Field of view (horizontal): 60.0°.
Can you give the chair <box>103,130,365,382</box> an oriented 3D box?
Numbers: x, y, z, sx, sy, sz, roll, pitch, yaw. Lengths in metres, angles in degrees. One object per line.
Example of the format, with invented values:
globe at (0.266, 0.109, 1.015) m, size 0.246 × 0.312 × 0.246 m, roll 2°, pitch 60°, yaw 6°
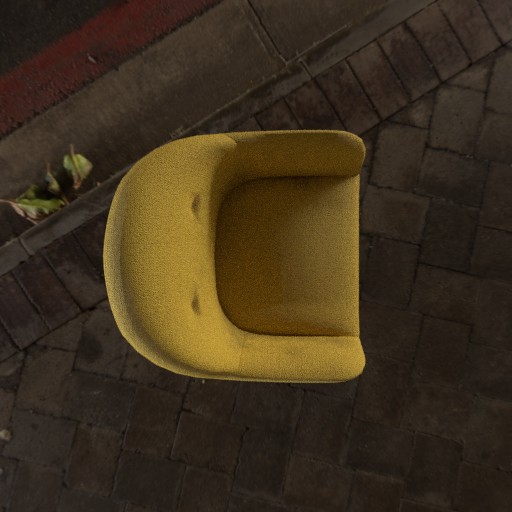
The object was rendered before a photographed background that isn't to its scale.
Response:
chair at (0.000, 0.000, 1.180) m, size 0.565 × 0.775 × 0.545 m, roll 0°, pitch 90°, yaw 0°
